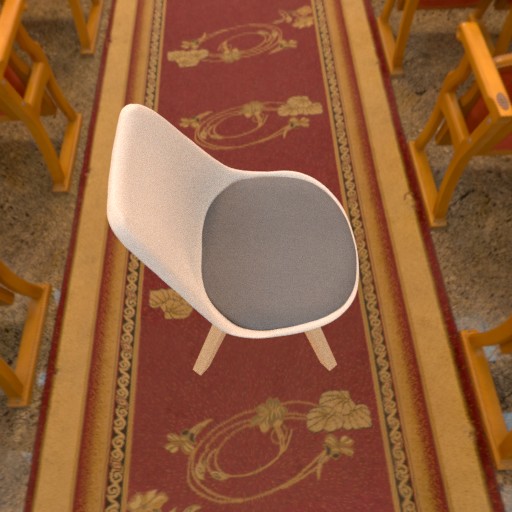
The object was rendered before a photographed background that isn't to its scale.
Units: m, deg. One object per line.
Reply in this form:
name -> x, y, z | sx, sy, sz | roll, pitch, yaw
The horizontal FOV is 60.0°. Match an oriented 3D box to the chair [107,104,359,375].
chair -> 0.000, 0.000, 1.200 | 0.550, 0.850, 0.485 | -2, 64, -1
